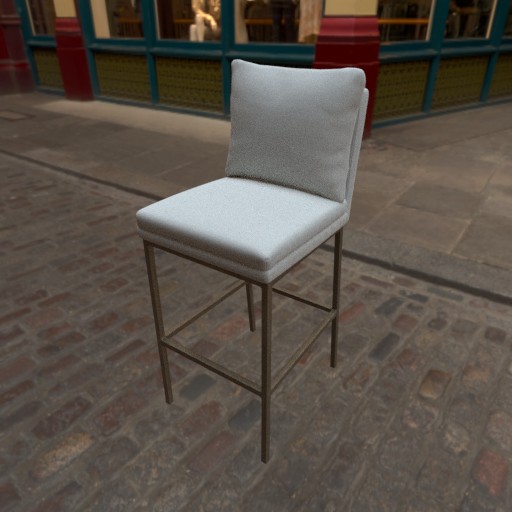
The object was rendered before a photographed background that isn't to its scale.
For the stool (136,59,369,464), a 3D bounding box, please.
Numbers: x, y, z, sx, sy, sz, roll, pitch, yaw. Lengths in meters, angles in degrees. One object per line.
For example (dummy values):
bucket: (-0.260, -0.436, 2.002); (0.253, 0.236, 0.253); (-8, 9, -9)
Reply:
stool: (0.000, 0.000, 1.442); (0.463, 1.125, 0.572); (19, 34, 30)
